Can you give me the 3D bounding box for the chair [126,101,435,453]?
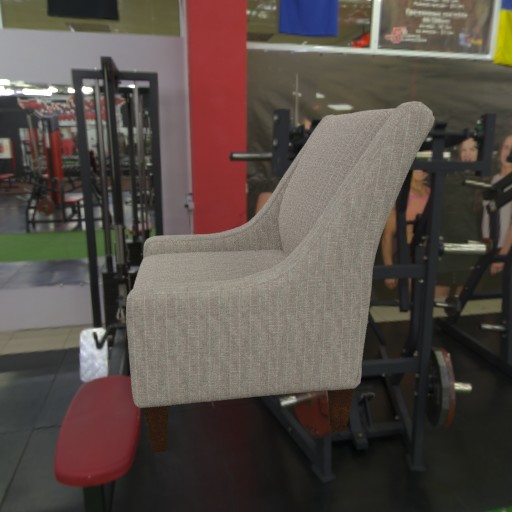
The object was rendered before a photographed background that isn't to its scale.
[{"bbox_3d":[0.000,0.000,1.602,0.870,1.014,0.774,-2,15,-9],"label":"chair"}]
